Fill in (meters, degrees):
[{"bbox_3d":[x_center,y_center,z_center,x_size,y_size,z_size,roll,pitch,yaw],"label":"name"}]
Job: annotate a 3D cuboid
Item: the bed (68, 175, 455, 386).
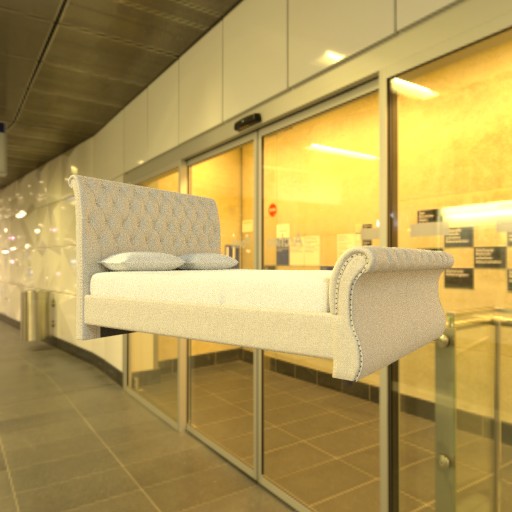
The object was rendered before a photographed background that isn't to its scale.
[{"bbox_3d":[0.000,0.000,3.375,2.493,1.268,1.606,-1,-1,36],"label":"bed"}]
